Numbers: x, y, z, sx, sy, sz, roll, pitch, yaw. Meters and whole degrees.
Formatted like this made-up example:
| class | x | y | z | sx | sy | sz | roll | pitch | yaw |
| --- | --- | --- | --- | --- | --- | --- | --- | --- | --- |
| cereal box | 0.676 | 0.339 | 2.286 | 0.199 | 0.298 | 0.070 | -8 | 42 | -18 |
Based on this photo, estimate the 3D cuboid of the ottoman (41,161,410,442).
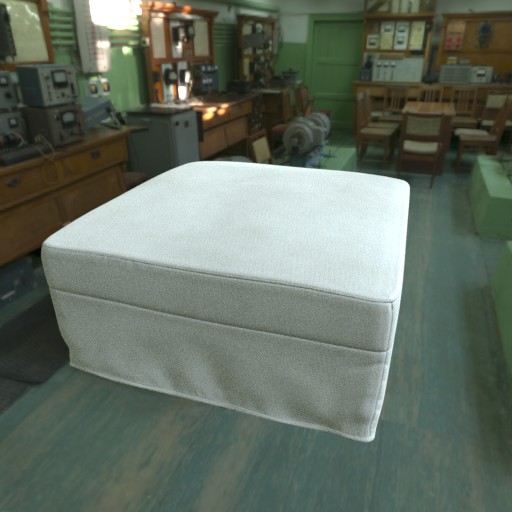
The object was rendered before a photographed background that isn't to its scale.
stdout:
| class | x | y | z | sx | sy | sz | roll | pitch | yaw |
| --- | --- | --- | --- | --- | --- | --- | --- | --- | --- |
| ottoman | 0.000 | 0.000 | 1.342 | 0.842 | 0.441 | 0.843 | 8 | 27 | 17 |
